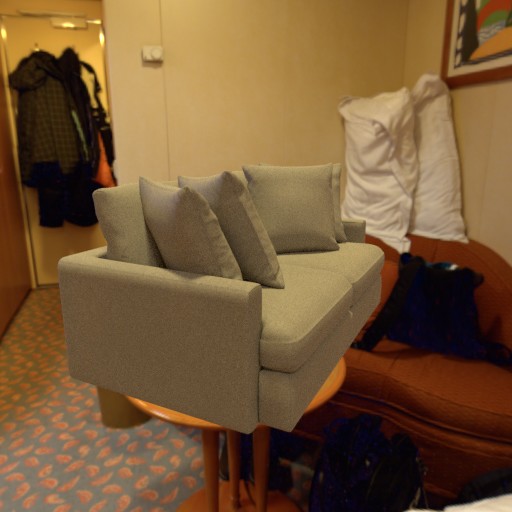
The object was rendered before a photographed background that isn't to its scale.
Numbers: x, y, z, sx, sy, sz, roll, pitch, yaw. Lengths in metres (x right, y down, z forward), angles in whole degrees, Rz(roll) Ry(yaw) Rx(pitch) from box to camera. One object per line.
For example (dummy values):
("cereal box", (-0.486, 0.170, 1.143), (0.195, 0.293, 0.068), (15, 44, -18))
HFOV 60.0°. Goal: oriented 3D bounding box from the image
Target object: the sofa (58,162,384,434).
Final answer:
("sofa", (0.000, 0.000, 2.666), (1.228, 1.080, 1.869), (7, 15, 26))
